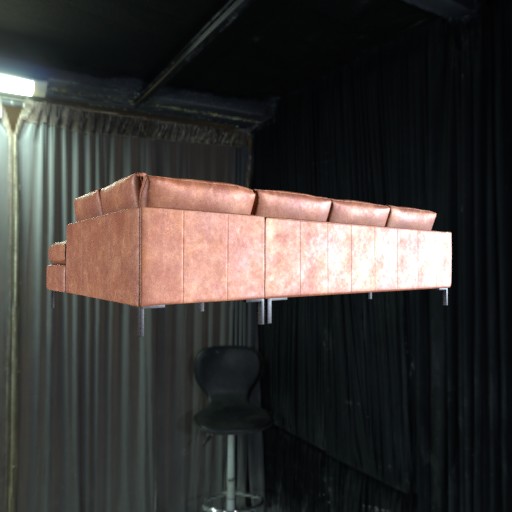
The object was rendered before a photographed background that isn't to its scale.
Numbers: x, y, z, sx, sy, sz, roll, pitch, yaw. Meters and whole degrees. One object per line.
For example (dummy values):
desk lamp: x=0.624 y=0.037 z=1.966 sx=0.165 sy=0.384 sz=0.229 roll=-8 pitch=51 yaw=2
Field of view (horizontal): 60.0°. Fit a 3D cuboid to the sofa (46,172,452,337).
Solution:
sofa: x=0.000 y=0.000 z=3.868 sx=2.984 sy=0.877 sz=1.938 roll=1 pitch=-1 yaw=-37
